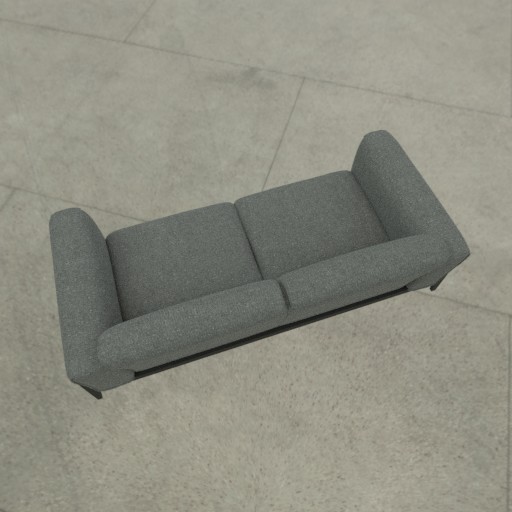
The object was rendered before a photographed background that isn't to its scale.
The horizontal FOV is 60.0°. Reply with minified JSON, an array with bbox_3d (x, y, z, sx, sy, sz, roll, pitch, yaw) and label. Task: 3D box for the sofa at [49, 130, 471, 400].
[{"bbox_3d":[0.000,0.000,2.536,2.125,0.703,0.985,-16,61,-9],"label":"sofa"}]
